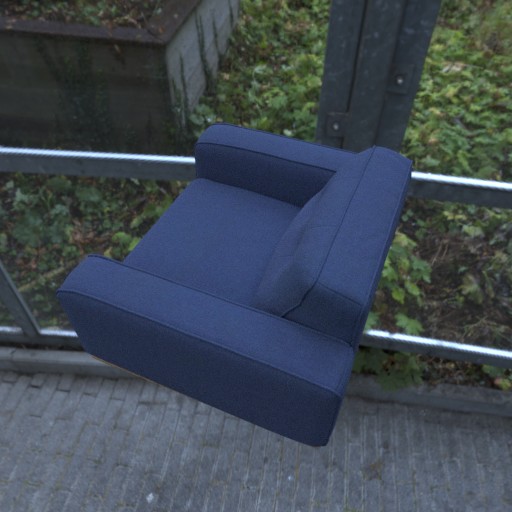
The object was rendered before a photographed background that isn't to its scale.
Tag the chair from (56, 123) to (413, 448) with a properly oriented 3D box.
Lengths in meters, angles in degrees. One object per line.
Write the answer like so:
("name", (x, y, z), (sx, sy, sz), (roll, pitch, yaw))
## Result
("chair", (0.000, 0.000, 1.740), (0.953, 0.783, 1.118), (18, 49, 16))
